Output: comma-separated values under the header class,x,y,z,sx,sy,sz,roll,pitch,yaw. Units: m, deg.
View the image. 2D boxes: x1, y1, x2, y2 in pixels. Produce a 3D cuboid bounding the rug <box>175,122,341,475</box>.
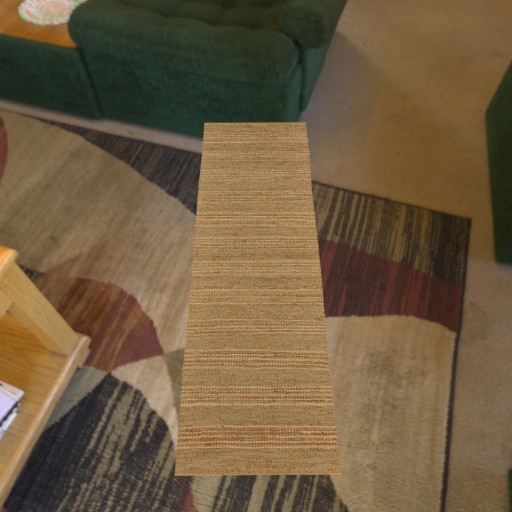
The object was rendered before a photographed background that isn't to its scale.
class,x,y,z,sx,sy,sz,roll,pitch,yaw
rug,0.000,0.000,2.735,0.783,0.006,2.438,0,57,0
